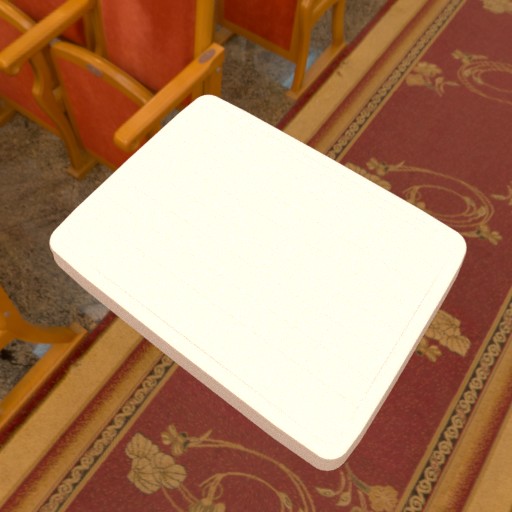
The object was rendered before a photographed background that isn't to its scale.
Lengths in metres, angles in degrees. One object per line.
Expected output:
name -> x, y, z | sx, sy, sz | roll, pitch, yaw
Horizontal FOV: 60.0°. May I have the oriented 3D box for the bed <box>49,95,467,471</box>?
bed -> 0.000, 0.000, 2.632 | 2.036, 0.460, 1.520 | 34, 68, 15
